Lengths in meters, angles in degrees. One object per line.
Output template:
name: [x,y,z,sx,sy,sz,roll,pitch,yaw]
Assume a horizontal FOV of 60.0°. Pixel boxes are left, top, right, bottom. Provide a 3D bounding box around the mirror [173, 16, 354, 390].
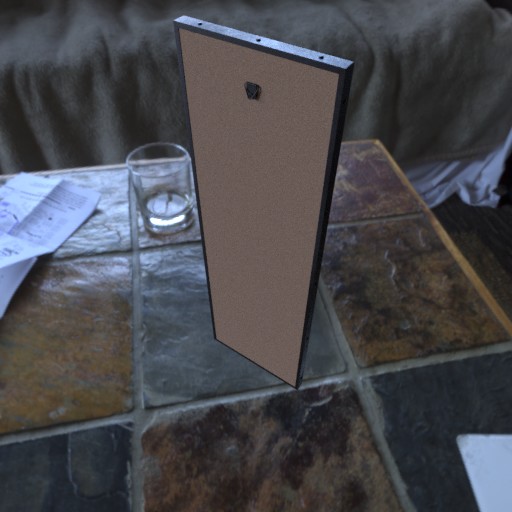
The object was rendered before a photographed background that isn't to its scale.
mirror: [0.000,0.000,1.142,0.354,1.080,0.042,27,53,22]
